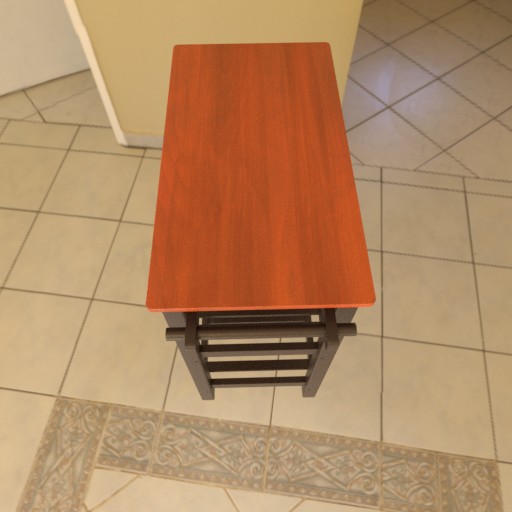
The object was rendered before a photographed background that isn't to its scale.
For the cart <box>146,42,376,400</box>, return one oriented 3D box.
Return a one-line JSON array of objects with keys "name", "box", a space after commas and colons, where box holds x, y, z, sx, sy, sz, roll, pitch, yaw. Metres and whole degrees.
[{"name": "cart", "box": [0.000, 0.000, 1.467, 0.457, 0.927, 0.899, -1, 60, -1]}]
